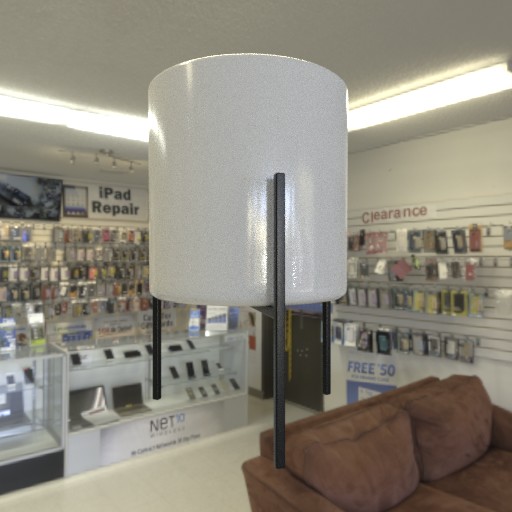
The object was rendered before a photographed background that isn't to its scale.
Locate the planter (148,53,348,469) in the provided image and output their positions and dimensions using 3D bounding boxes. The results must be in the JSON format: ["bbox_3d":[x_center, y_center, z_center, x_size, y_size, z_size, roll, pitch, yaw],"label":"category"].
[{"bbox_3d":[0.000,0.000,0.501,0.239,0.356,0.239,0,0,-37],"label":"planter"}]
